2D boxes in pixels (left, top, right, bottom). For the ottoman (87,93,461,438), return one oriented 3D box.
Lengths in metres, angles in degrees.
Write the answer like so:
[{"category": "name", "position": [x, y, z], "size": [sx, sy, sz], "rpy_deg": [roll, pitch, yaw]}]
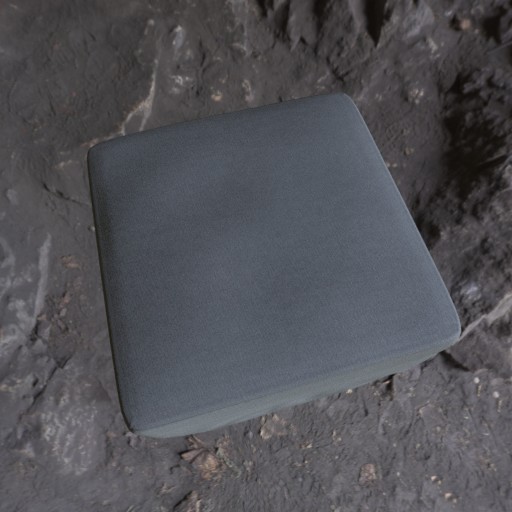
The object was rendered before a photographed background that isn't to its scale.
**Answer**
[{"category": "ottoman", "position": [0.000, 0.000, 1.326], "size": [0.842, 0.441, 0.843], "rpy_deg": [-14, 65, -7]}]
